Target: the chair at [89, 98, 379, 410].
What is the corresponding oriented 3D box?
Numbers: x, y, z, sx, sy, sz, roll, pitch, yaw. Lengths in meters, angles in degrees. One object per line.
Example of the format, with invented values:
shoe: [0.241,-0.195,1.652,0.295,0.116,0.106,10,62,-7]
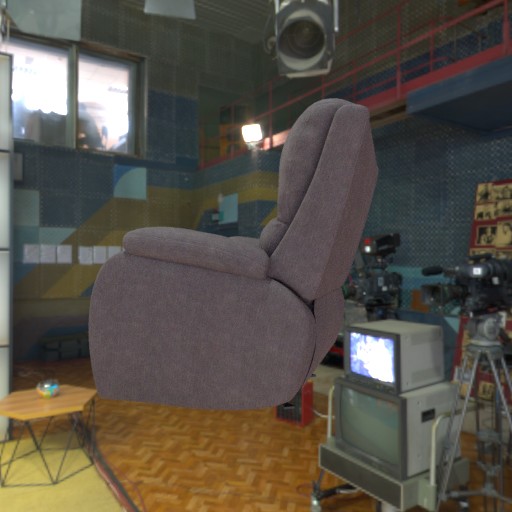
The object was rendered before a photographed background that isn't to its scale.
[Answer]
chair: [0.000,0.000,1.727,0.899,1.011,0.930,0,-1,17]
